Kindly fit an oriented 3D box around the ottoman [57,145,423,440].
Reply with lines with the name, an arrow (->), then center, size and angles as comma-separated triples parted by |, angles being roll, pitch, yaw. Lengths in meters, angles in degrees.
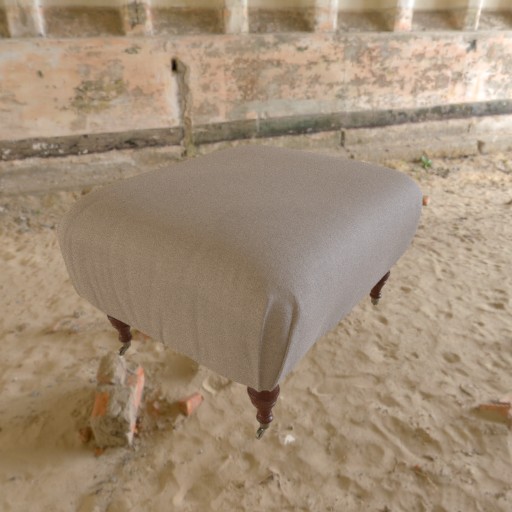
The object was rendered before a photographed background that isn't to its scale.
ottoman -> 0.000, 0.000, 1.133 | 0.622, 0.450, 0.746 | 19, 33, 32
